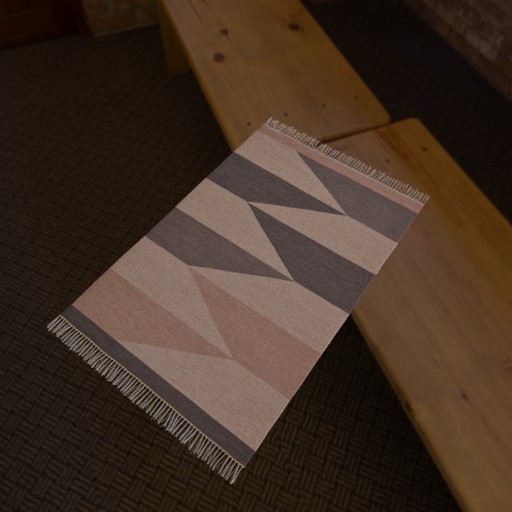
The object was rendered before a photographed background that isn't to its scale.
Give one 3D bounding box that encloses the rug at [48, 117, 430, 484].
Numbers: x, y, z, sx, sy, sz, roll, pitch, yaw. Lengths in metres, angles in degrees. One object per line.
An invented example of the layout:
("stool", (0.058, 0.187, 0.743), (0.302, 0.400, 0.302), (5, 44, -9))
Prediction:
("rug", (0.000, 0.000, 2.529), (1.224, 0.027, 2.021), (32, 63, 19))
